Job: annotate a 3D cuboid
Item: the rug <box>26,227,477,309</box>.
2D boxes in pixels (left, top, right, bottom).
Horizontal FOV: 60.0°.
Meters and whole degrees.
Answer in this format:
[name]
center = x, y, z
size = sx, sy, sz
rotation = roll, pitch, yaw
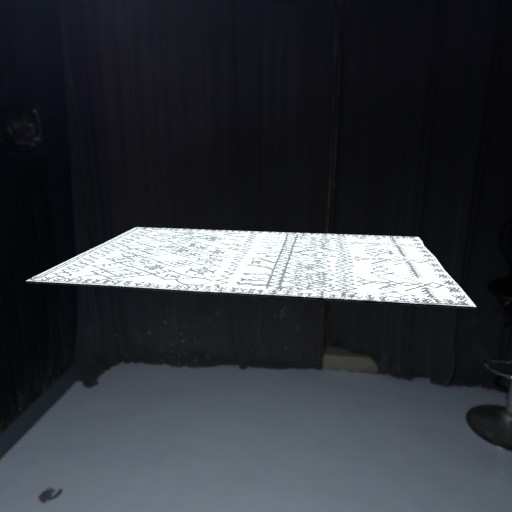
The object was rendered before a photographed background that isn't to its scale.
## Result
[rug]
center = 0.000, 0.000, 3.084
size = 2.444, 0.012, 1.530
rotation = 3, 16, 9
